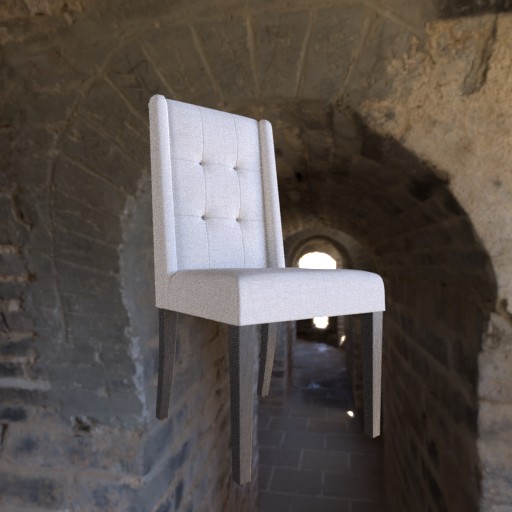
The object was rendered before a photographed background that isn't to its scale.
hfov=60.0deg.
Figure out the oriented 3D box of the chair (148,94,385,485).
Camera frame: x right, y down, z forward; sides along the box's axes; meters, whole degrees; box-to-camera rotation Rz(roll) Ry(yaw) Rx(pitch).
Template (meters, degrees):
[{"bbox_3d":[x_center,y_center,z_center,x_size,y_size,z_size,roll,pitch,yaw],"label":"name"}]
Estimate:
[{"bbox_3d":[0.000,0.000,1.247,0.474,0.961,0.523,1,-1,-36],"label":"chair"}]
